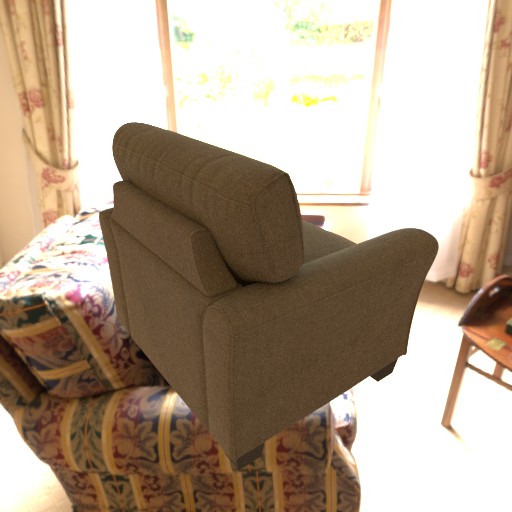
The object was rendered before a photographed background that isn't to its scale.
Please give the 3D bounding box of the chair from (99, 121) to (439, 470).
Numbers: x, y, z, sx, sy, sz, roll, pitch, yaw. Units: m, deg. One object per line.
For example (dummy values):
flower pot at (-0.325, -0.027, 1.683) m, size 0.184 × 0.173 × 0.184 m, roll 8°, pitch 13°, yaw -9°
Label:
chair at (0.000, 0.000, 1.600) m, size 0.816 × 0.890 × 0.941 m, roll -18°, pitch 32°, yaw -32°
